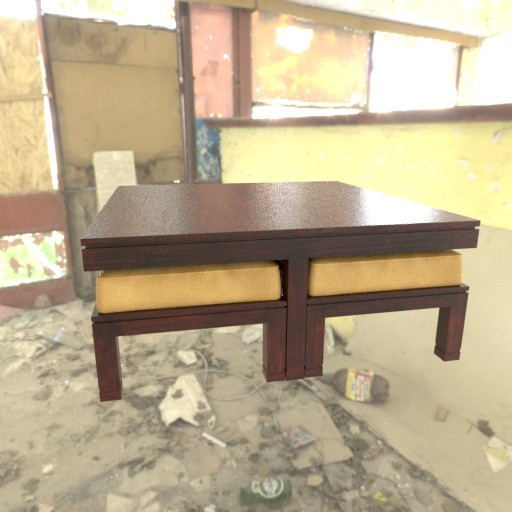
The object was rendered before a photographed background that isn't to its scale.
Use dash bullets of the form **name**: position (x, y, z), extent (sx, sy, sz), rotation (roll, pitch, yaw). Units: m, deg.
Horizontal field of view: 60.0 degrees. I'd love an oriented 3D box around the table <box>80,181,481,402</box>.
- **table**: position (0.000, 0.000, 1.381), extent (0.865, 0.356, 0.865), rotation (-3, 16, -12)
